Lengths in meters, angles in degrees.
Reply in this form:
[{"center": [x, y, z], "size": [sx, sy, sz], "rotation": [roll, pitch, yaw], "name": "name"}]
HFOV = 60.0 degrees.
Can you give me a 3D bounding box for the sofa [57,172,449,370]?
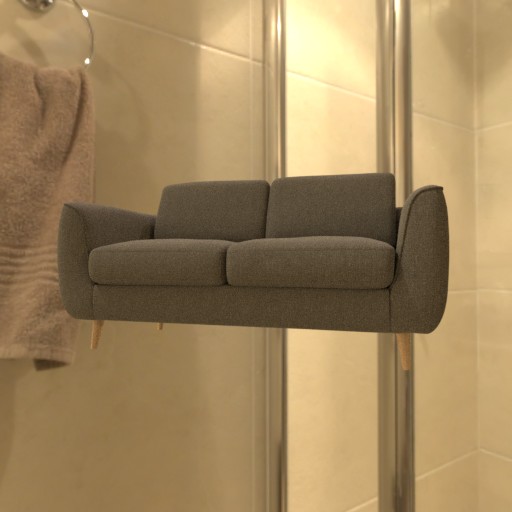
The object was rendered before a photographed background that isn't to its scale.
[{"center": [0.000, 0.000, 2.180], "size": [1.700, 0.870, 0.920], "rotation": [0, -1, 17], "name": "sofa"}]
